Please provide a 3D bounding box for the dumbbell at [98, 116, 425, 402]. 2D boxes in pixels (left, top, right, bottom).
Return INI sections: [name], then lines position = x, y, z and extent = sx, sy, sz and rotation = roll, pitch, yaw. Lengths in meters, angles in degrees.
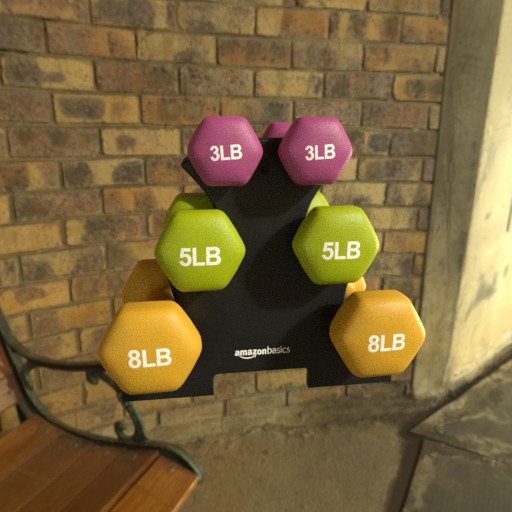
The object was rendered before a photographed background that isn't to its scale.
[dumbbell]
position = 0.000, 0.000, 0.461
extent = 0.300, 0.271, 0.190
rotation = -2, 15, -8
